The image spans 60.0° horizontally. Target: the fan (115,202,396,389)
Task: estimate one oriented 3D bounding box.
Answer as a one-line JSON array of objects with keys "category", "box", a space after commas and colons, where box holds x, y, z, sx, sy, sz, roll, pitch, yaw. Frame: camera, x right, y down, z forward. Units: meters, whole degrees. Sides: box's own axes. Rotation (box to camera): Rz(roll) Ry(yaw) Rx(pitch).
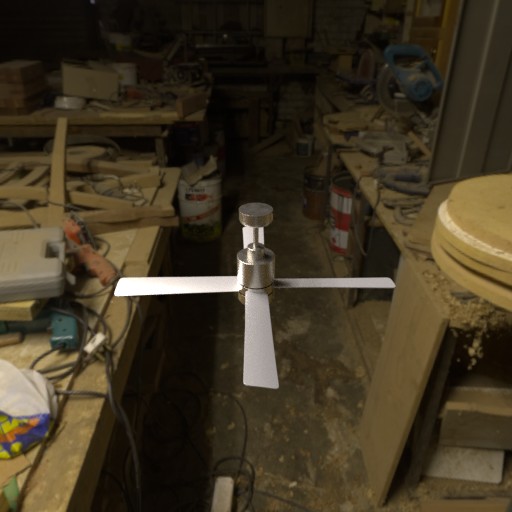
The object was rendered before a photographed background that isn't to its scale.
[{"category": "fan", "box": [0.000, 0.000, 2.360, 1.525, 0.539, 1.525, 0, 29, -1]}]
